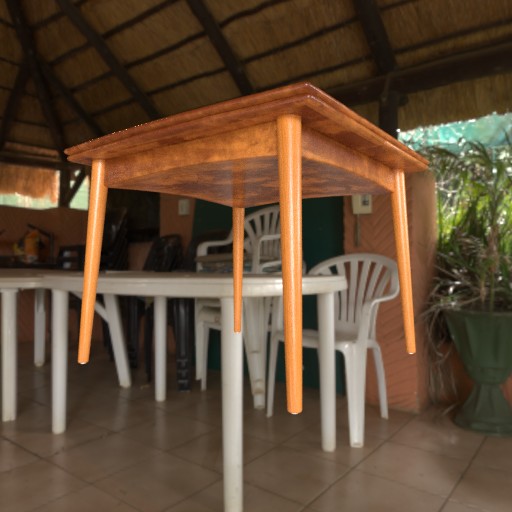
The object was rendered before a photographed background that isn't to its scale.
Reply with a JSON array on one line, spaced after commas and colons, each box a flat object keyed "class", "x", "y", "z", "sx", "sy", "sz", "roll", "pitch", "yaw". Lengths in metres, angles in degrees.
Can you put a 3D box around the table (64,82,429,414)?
[{"class": "table", "x": 0.000, "y": 0.000, "z": 1.639, "sx": 0.991, "sy": 0.754, "sz": 0.991, "roll": -1, "pitch": -1, "yaw": 37}]
